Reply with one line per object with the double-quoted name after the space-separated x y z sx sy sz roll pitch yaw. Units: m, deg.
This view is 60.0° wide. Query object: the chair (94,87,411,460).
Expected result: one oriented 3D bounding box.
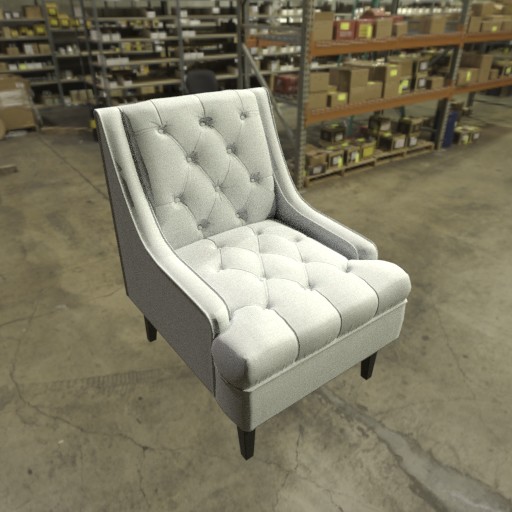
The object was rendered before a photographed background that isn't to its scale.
0.000 0.000 1.424 0.658 0.891 0.772 -21 36 -31 "chair"
